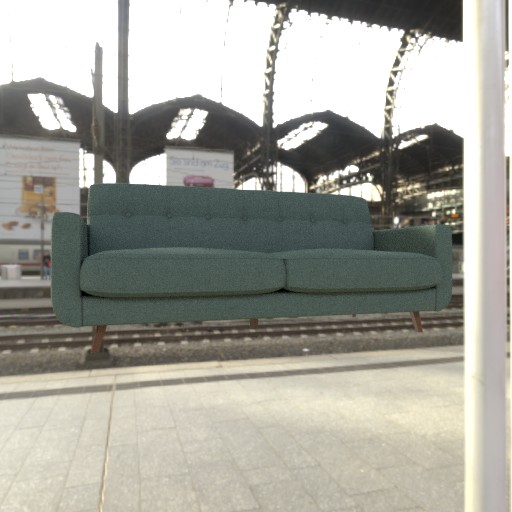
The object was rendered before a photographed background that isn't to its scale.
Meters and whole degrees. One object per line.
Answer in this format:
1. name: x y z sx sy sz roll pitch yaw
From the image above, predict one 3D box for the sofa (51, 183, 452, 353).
1. sofa: 0.000 0.000 2.498 2.029 0.841 0.909 0 -1 -19
